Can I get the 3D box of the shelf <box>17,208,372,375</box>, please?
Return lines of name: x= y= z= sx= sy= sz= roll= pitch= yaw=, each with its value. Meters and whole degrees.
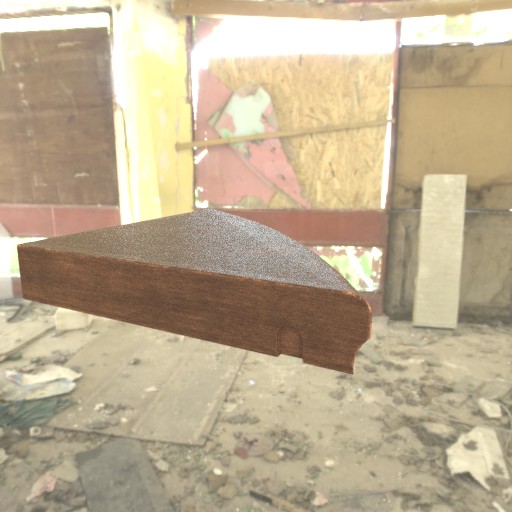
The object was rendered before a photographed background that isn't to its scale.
shelf: x=0.000 y=0.000 z=0.453 sx=0.310 sy=0.050 sz=0.310 roll=7 pitch=15 yaw=27
